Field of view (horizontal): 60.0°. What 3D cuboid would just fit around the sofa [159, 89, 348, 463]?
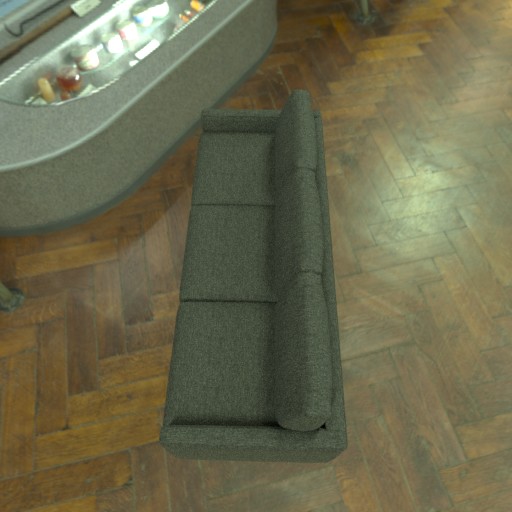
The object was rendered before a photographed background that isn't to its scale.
[{"bbox_3d":[0.000,0.000,2.711,0.876,0.879,2.253,1,58,1],"label":"sofa"}]
